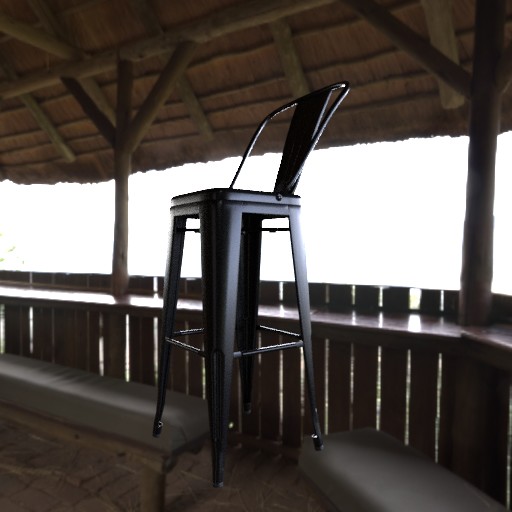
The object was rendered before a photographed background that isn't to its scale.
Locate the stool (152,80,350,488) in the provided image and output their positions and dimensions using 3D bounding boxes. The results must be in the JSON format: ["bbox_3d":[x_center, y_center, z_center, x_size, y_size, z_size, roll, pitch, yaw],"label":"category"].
[{"bbox_3d":[0.000,0.000,1.335,0.513,1.096,0.399,-1,1,-36],"label":"stool"}]
